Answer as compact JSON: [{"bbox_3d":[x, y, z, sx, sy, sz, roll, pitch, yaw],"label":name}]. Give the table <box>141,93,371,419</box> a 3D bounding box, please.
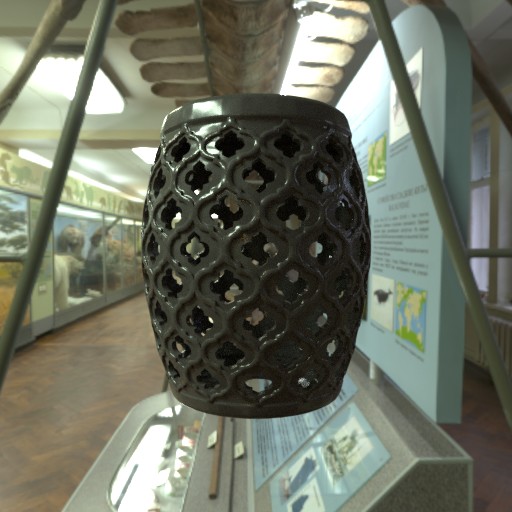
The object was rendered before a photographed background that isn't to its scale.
[{"bbox_3d":[0.000,0.000,0.647,0.325,0.388,0.325,0,1,0],"label":"table"}]
